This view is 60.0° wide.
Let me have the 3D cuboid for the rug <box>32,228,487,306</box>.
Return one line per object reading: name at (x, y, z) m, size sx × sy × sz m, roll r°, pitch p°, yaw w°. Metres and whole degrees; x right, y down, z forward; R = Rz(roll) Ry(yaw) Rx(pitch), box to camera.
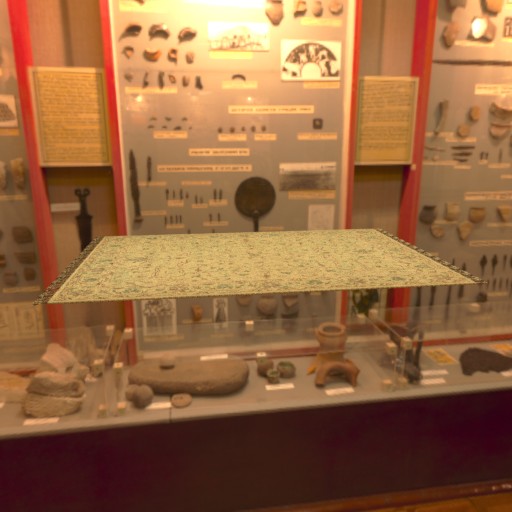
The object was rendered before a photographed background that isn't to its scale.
rug at (0.000, 0.000, 3.056) m, size 2.435 × 0.010 × 1.544 m, roll -2°, pitch 15°, yaw -7°
